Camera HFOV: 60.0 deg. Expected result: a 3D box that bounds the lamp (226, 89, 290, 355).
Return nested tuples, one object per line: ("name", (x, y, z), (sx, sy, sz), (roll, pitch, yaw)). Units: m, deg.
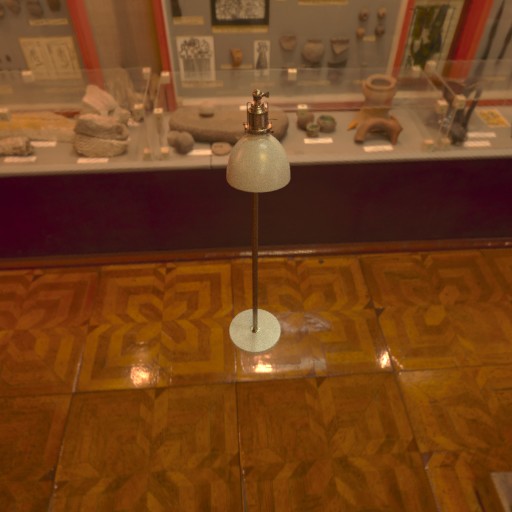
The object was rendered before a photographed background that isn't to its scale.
("lamp", (0.000, 0.000, 1.823), (0.288, 1.586, 0.599), (-2, 47, -1))
